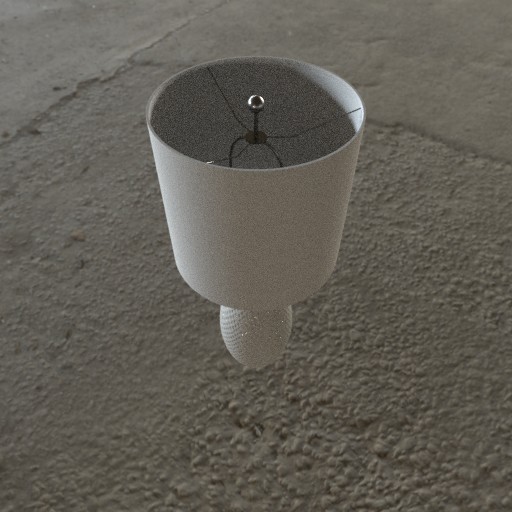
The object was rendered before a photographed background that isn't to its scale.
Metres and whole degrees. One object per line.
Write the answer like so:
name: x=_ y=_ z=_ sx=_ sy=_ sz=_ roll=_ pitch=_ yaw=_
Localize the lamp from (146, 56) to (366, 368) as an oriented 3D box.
lamp: x=0.000 y=0.000 z=0.605 sx=0.214 sy=0.466 sz=0.214 roll=22 pitch=52 yaw=19
